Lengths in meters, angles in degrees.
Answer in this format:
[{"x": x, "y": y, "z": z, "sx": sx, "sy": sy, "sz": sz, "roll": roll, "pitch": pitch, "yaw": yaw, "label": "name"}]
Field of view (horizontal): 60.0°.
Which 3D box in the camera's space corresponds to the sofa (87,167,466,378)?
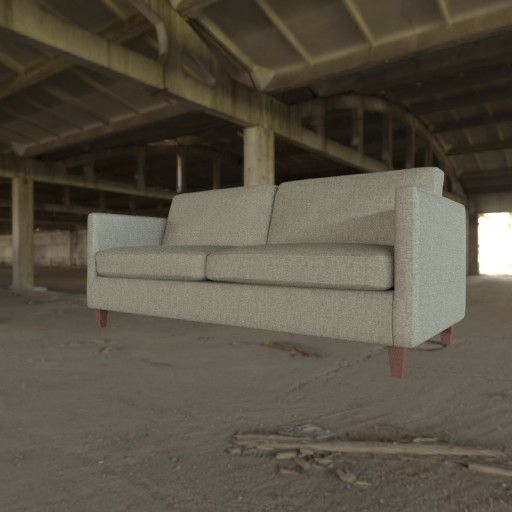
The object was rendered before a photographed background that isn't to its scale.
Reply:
[{"x": 0.000, "y": 0.000, "z": 2.712, "sx": 2.208, "sy": 0.960, "sz": 0.956, "roll": 0, "pitch": 1, "yaw": 36, "label": "sofa"}]
